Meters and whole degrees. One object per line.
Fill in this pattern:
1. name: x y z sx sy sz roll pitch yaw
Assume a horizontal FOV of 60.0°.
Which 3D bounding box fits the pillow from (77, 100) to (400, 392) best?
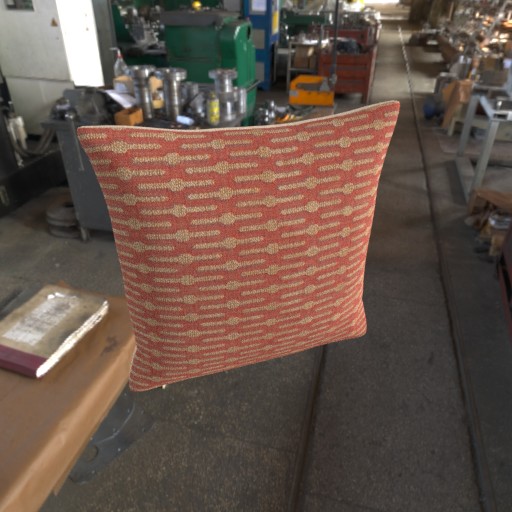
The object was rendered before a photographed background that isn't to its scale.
1. pillow: 0.000 0.000 0.790 0.511 0.503 0.182 -10 34 -16
